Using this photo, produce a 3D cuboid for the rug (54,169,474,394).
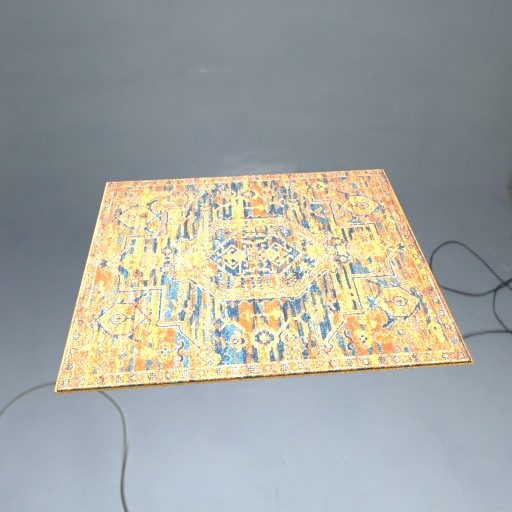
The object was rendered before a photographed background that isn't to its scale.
[{"bbox_3d":[0.000,0.000,4.024,3.040,0.031,2.435,-3,46,-3],"label":"rug"}]
